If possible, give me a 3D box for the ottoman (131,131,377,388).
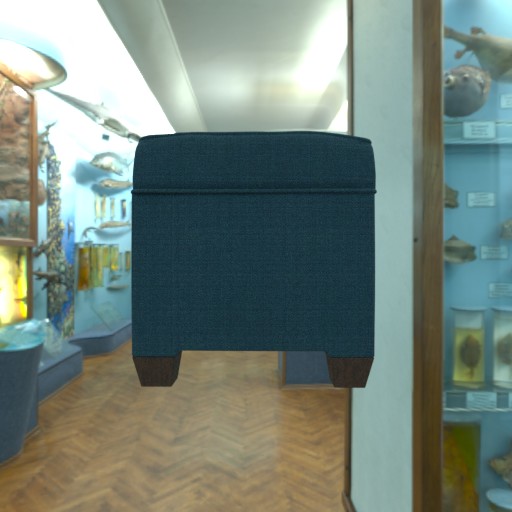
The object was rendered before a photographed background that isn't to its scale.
[{"bbox_3d":[0.000,0.000,1.248,0.474,0.474,0.943,0,0,1],"label":"ottoman"}]
